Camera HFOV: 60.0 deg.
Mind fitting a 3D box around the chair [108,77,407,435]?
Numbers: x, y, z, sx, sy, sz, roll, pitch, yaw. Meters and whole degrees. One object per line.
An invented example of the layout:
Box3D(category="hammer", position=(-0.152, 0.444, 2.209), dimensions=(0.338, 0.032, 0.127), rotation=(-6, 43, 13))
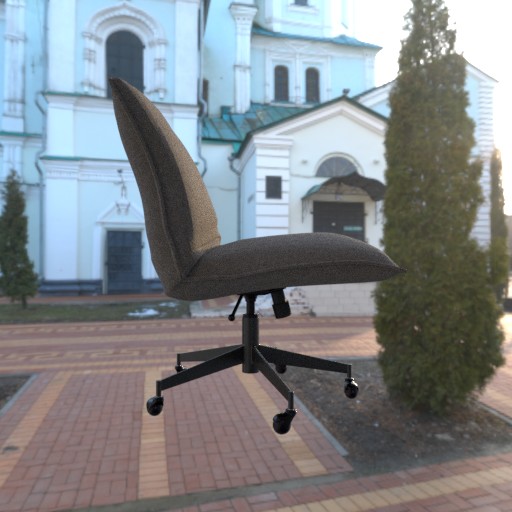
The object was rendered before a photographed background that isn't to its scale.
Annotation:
Box3D(category="chair", position=(0.000, 0.000, 1.273), dimensions=(0.696, 0.811, 0.597), rotation=(0, -1, 0))
